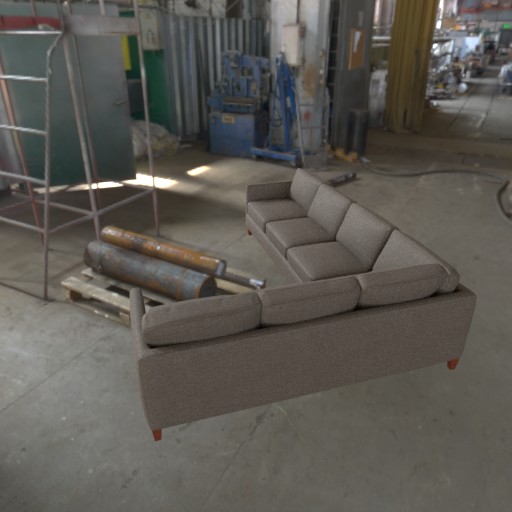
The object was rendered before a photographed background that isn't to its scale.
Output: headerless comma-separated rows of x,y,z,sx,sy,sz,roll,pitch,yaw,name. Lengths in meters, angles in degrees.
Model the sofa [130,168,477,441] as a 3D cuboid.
0.000,0.000,4.545,2.593,0.947,3.302,-8,28,-15,sofa
